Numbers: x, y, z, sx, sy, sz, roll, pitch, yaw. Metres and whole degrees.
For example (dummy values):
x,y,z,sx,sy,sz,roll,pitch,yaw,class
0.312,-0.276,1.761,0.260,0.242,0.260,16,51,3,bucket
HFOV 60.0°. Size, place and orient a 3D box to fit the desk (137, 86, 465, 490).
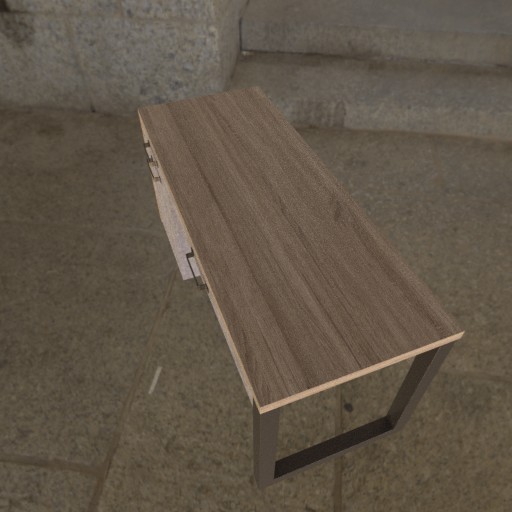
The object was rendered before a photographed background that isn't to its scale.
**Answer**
x,y,z,sx,sy,sz,roll,pitch,yaw,class
0.000,0.000,2.068,0.690,0.760,1.700,-16,49,-14,desk
